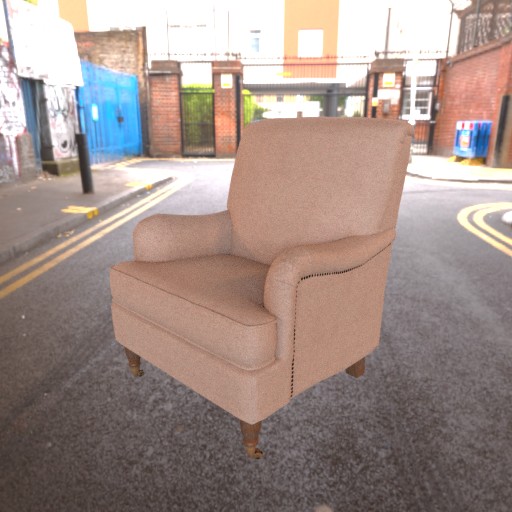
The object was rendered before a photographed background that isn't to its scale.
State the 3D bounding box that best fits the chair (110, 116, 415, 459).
[{"bbox_3d":[0.000,0.000,1.853,0.879,1.119,0.953,15,23,41],"label":"chair"}]
